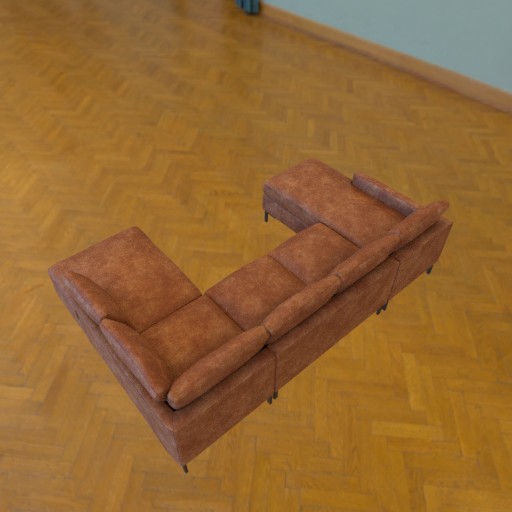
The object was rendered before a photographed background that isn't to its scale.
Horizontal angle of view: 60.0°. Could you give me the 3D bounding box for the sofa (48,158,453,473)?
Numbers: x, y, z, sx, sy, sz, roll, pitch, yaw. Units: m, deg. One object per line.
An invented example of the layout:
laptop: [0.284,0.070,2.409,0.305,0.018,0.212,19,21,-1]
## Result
sofa: [0.000,0.000,3.876,2.956,0.900,1.939,-31,53,-27]
